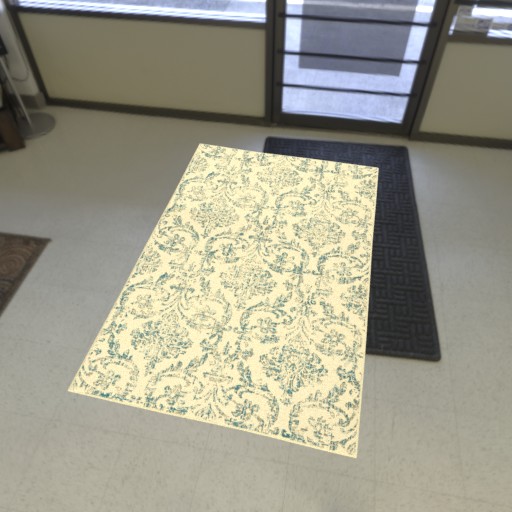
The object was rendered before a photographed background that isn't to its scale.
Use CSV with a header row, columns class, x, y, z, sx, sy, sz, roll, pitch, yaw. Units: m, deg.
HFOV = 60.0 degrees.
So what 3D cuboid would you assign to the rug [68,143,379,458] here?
class,x,y,z,sx,sy,sz,roll,pitch,yaw
rug,0.000,0.000,3.553,1.819,0.018,2.746,10,49,8
